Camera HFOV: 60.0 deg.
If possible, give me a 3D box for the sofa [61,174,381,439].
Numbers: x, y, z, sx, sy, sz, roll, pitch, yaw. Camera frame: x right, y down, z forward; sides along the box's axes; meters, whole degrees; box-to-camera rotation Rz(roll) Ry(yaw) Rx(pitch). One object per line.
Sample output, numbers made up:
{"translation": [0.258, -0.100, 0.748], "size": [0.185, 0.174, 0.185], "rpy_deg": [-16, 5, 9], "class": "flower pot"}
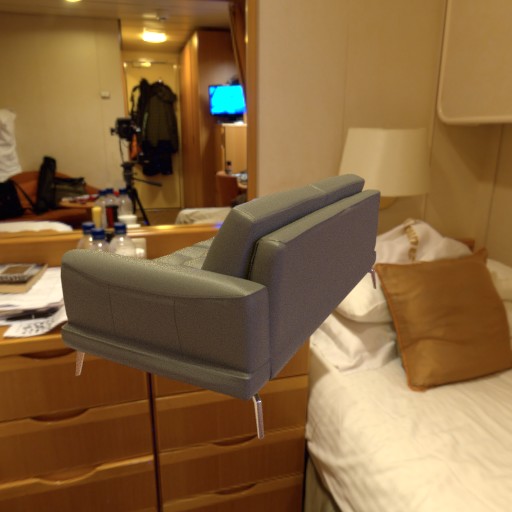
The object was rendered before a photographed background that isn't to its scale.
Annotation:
{"translation": [0.000, 0.000, 2.787], "size": [1.121, 0.930, 2.177], "rpy_deg": [8, 18, 26], "class": "sofa"}
